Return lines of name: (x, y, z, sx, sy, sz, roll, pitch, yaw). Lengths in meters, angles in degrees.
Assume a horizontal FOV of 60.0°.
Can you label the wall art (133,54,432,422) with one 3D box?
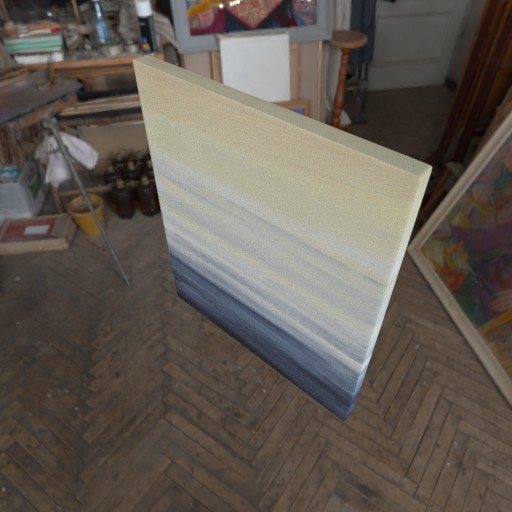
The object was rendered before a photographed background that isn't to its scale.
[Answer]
wall art: (0.000, 0.000, 0.978, 0.608, 0.710, 0.041, 32, 53, 28)
